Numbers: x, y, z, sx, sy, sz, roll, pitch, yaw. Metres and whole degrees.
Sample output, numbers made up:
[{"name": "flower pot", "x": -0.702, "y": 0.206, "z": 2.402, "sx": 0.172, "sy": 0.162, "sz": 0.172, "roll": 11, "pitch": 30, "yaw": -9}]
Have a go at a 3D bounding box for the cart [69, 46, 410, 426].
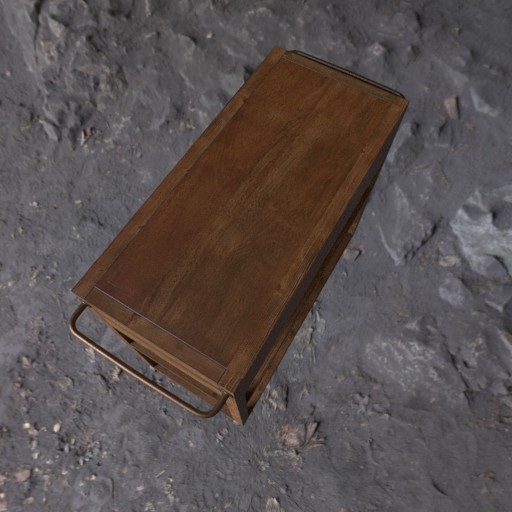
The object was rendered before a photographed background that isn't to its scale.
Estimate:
[{"name": "cart", "x": 0.000, "y": 0.000, "z": 1.481, "sx": 0.445, "sy": 0.830, "sz": 1.065, "roll": 29, "pitch": 68, "yaw": 13}]
